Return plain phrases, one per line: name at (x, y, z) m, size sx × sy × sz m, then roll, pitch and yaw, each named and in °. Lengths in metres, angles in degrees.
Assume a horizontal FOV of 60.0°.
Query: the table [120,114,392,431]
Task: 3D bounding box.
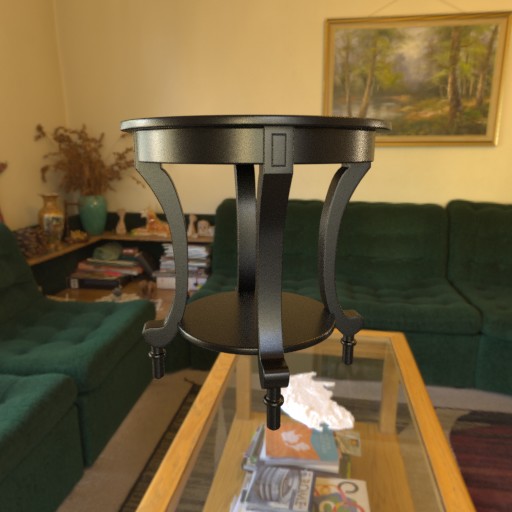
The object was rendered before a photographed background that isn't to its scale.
table at (0.000, 0.000, 1.084) m, size 0.597 × 0.618 × 0.597 m, roll 0°, pitch 14°, yaw 0°
